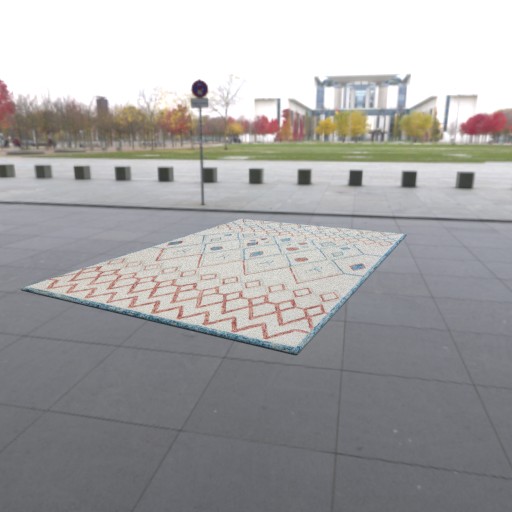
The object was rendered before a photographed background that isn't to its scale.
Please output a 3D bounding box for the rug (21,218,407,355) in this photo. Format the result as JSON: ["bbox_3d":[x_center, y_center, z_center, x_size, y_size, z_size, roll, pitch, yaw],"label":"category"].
[{"bbox_3d":[0.000,0.000,2.320,1.219,0.016,1.829,8,17,27],"label":"rug"}]
